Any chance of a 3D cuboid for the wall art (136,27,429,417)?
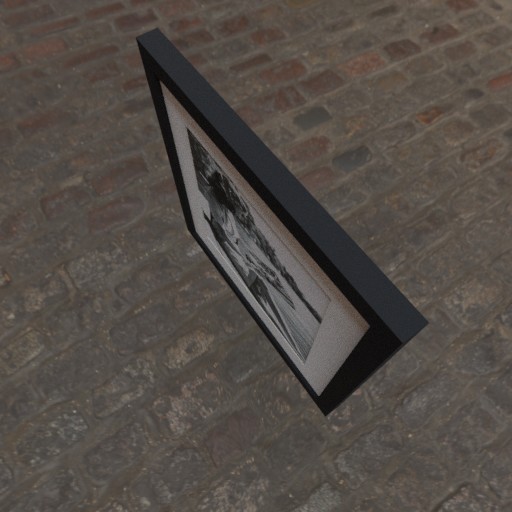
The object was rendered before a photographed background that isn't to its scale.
[{"bbox_3d":[0.000,0.000,0.658,0.030,0.458,0.462,-32,67,-15],"label":"wall art"}]
